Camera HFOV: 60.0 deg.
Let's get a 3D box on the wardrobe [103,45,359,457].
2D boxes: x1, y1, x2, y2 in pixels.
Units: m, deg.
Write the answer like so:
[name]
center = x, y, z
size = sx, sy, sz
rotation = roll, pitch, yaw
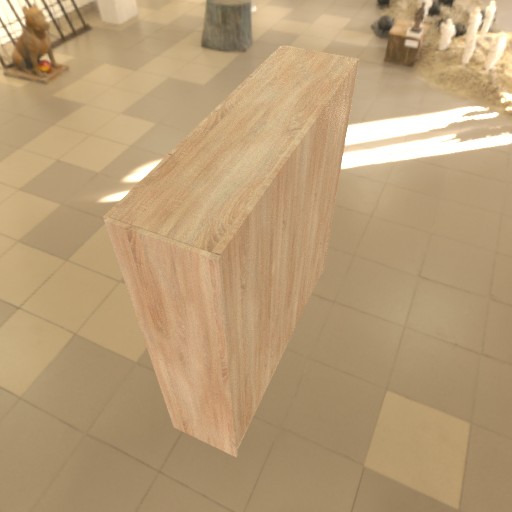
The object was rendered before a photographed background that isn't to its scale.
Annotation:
[wardrobe]
center = 0.000, 0.000, 3.197
size = 0.598, 2.159, 1.998
rotation = 18, 50, 17
